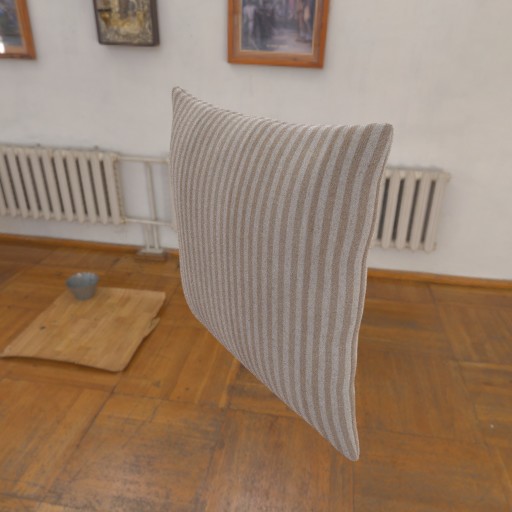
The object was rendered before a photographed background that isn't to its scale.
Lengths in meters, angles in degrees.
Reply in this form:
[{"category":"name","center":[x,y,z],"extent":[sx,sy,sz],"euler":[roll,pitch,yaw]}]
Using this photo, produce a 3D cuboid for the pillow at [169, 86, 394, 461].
[{"category":"pillow","center":[0.000,0.000,0.760],"extent":[0.166,0.510,0.523],"euler":[-17,31,-31]}]
